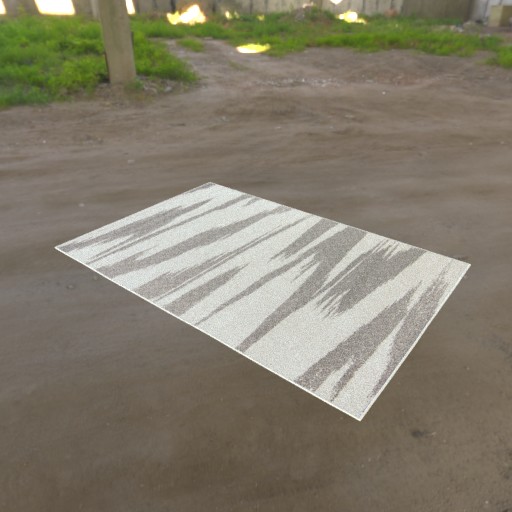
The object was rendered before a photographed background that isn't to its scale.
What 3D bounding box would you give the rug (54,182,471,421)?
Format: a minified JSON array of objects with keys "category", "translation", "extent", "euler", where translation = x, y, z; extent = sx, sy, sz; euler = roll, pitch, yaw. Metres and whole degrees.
[{"category":"rug","translation":[0.000,0.000,2.327],"extent":[1.827,0.008,1.225],"euler":[22,37,32]}]
